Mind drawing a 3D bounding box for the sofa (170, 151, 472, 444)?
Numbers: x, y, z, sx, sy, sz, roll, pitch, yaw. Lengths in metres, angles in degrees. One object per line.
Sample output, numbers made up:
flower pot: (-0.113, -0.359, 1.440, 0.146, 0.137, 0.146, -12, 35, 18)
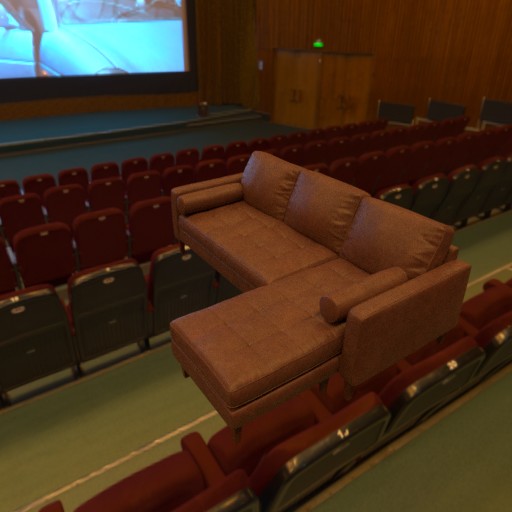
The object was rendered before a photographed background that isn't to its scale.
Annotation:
sofa: (0.000, 0.000, 3.045, 1.613, 0.841, 2.185, -19, 34, -30)
